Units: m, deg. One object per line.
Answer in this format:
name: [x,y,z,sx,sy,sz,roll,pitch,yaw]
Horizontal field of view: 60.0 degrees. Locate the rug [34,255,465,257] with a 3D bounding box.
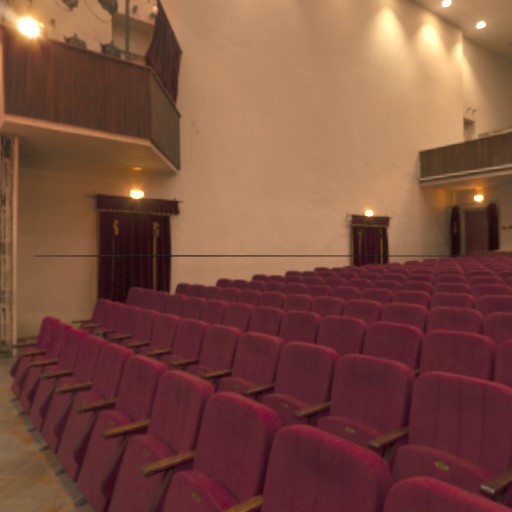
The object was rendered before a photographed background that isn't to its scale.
rug: [0.000,0.000,2.233,1.819,0.005,1.200,0,0,-37]
